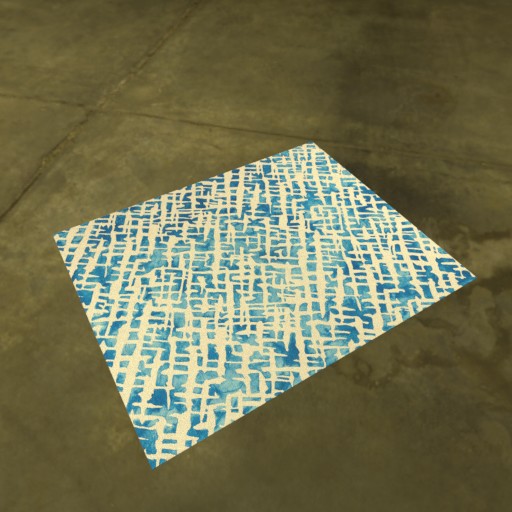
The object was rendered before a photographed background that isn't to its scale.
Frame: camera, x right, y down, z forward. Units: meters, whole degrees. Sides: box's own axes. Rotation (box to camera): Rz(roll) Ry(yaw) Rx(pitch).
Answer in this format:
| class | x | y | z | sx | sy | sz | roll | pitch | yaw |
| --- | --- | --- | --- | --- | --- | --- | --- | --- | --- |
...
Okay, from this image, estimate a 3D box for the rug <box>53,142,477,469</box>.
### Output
| class | x | y | z | sx | sy | sz | roll | pitch | yaw |
| --- | --- | --- | --- | --- | --- | --- | --- | --- | --- |
| rug | 0.000 | 0.000 | 3.996 | 3.007 | 0.007 | 2.435 | -24 | 52 | -20 |
